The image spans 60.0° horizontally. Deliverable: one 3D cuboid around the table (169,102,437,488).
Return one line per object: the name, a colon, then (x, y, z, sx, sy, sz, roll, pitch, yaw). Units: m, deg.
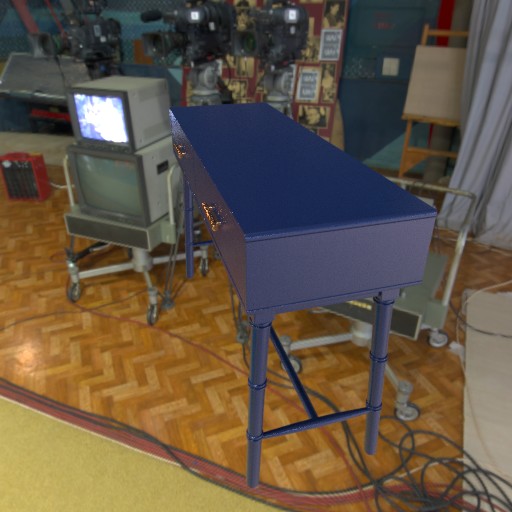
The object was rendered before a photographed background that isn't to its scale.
table: (0.000, 0.000, 1.448, 0.399, 0.749, 1.118, -8, 31, -14)
